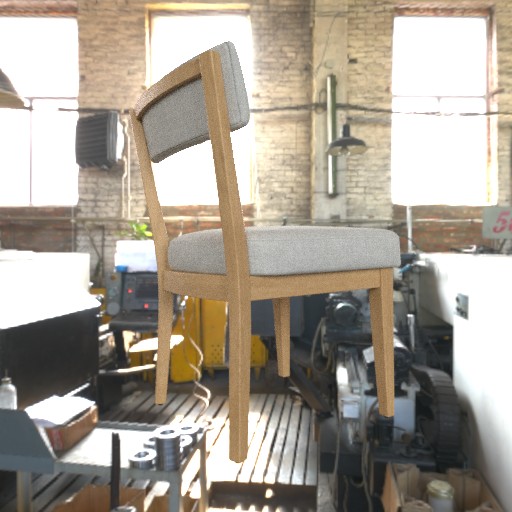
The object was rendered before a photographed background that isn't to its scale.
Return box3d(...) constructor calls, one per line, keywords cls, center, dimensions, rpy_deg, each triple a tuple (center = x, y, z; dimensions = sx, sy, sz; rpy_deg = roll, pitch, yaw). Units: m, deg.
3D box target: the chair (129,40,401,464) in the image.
box3d(cls="chair", center=(0.000, 0.000, 1.164), dimensions=(0.572, 0.832, 0.508), rpy_deg=(-1, 1, -34))
